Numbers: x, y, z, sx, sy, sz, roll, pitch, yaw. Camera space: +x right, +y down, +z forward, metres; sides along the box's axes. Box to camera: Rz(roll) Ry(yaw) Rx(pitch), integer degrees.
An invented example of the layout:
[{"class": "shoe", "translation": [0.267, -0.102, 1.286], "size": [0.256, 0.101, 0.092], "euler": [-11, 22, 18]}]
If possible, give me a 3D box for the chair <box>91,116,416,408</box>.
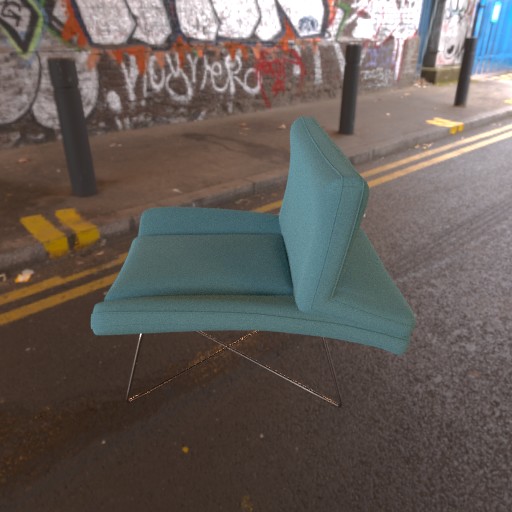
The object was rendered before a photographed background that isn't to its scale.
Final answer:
[{"class": "chair", "translation": [0.000, 0.000, 1.640], "size": [1.008, 0.855, 0.859], "euler": [-1, 28, -2]}]
